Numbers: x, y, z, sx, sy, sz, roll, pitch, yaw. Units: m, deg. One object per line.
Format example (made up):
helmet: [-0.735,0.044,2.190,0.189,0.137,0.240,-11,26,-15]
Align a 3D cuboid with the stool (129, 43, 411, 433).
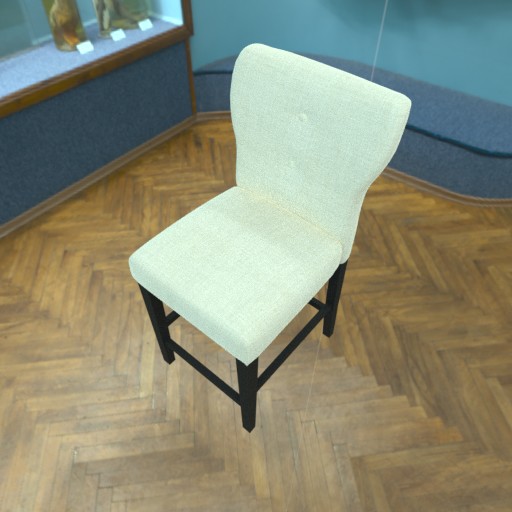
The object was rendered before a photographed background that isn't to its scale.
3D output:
stool: [0.000,0.000,1.341,0.514,0.972,0.603,32,55,26]
